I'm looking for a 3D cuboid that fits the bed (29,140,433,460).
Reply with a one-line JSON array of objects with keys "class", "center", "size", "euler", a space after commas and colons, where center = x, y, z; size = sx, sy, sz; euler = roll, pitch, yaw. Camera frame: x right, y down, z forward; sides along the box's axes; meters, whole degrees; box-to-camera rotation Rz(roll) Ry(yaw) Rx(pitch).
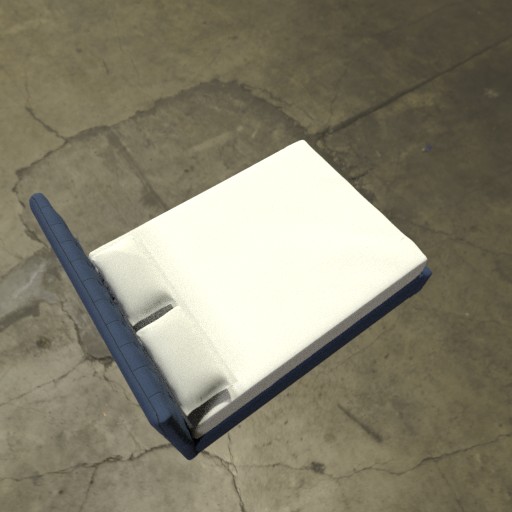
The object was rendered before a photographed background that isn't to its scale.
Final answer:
[{"class": "bed", "center": [0.000, 0.000, 3.390], "size": [2.387, 1.427, 1.706], "euler": [-31, 64, -17]}]
